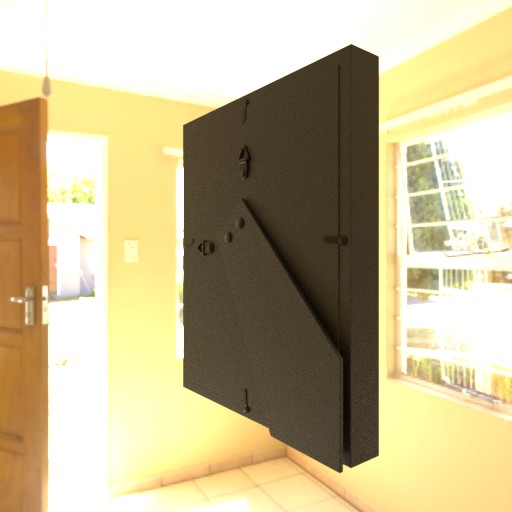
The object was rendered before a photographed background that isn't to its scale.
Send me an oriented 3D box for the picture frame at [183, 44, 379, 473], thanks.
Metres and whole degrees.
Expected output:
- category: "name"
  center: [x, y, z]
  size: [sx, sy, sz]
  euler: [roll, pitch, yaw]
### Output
- category: "picture frame"
  center: [0.000, 0.000, 0.394]
  size: [0.042, 0.284, 0.232]
  euler: [0, 0, -38]
